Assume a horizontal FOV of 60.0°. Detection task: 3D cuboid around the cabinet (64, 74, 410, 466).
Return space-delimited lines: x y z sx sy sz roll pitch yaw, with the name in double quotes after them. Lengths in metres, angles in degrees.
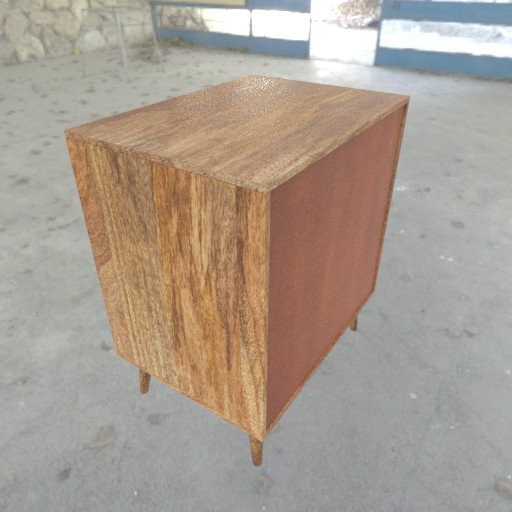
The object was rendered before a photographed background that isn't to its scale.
0.000 0.000 1.175 0.473 0.758 0.647 20 38 28 "cabinet"
